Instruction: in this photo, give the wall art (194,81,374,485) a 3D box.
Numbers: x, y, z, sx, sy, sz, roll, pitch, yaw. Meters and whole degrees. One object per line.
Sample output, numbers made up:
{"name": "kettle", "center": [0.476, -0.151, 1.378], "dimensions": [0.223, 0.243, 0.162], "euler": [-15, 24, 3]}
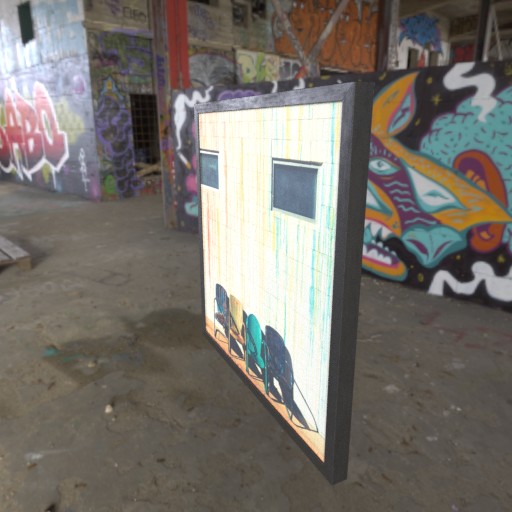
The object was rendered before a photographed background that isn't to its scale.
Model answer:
{"name": "wall art", "center": [0.000, 0.000, 1.124], "dimensions": [0.039, 0.763, 0.763], "euler": [-8, 18, -25]}
